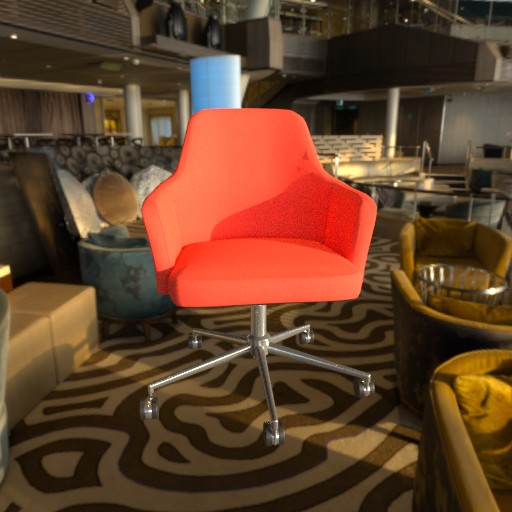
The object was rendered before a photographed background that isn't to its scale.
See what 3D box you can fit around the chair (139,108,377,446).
[{"bbox_3d":[0.000,0.000,1.249,0.655,0.820,0.600,-2,15,-7],"label":"chair"}]
